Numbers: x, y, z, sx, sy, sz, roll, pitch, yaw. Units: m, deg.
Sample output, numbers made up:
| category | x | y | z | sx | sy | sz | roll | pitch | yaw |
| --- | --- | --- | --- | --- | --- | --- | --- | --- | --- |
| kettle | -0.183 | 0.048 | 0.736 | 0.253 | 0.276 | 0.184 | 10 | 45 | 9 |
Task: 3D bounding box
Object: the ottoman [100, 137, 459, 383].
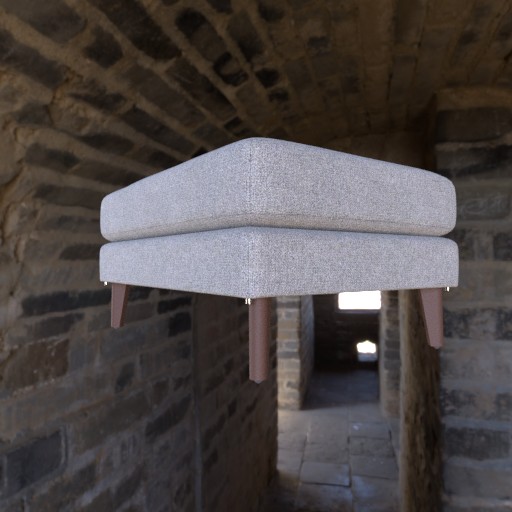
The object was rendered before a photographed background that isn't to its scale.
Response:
| category | x | y | z | sx | sy | sz | roll | pitch | yaw |
| --- | --- | --- | --- | --- | --- | --- | --- | --- | --- |
| ottoman | 0.000 | 0.000 | 1.199 | 0.611 | 0.441 | 0.821 | 1 | -1 | -35 |
